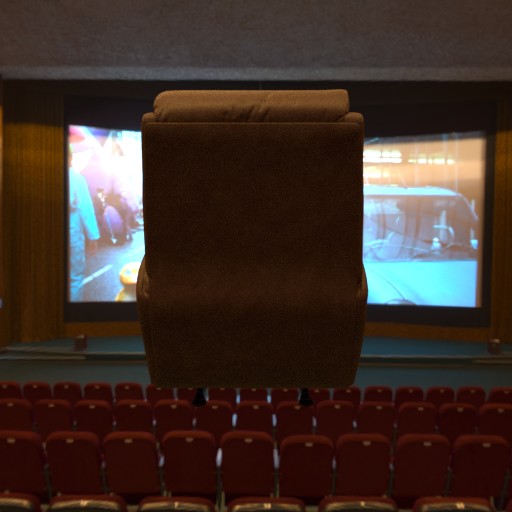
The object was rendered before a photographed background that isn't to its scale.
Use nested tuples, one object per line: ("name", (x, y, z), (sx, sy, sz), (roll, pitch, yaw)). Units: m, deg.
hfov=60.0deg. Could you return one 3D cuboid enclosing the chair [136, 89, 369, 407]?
("chair", (0.000, 0.000, 1.842), (0.865, 1.067, 1.067), (0, 1, 0))
